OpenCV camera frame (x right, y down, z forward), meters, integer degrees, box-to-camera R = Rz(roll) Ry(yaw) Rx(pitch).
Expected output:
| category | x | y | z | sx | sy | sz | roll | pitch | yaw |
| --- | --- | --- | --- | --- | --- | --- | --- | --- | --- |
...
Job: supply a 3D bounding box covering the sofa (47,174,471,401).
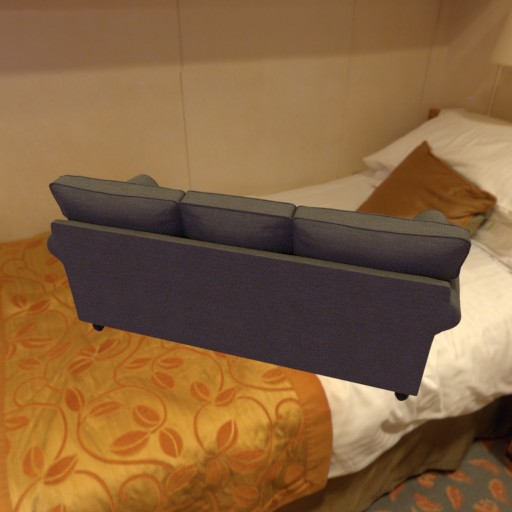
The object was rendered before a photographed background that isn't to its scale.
| category | x | y | z | sx | sy | sz | roll | pitch | yaw |
| --- | --- | --- | --- | --- | --- | --- | --- | --- | --- |
| sofa | 0.000 | 0.000 | 2.534 | 2.084 | 0.966 | 0.909 | 9 | 33 | 15 |
